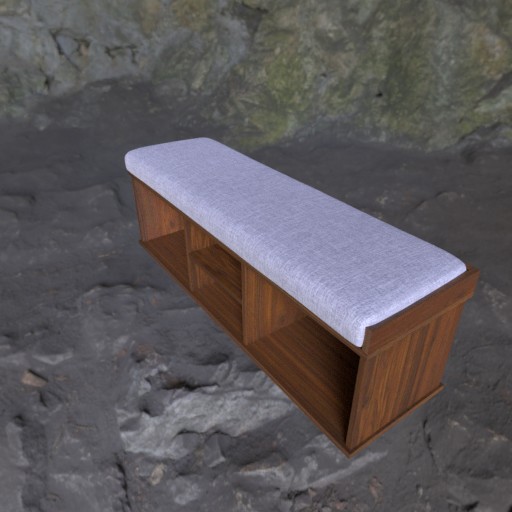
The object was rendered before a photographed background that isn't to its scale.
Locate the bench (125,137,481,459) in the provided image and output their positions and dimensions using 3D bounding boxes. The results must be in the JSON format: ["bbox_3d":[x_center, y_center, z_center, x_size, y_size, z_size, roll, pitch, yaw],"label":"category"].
[{"bbox_3d":[0.000,0.000,1.407,0.367,0.468,1.196,-21,37,-30],"label":"bench"}]
